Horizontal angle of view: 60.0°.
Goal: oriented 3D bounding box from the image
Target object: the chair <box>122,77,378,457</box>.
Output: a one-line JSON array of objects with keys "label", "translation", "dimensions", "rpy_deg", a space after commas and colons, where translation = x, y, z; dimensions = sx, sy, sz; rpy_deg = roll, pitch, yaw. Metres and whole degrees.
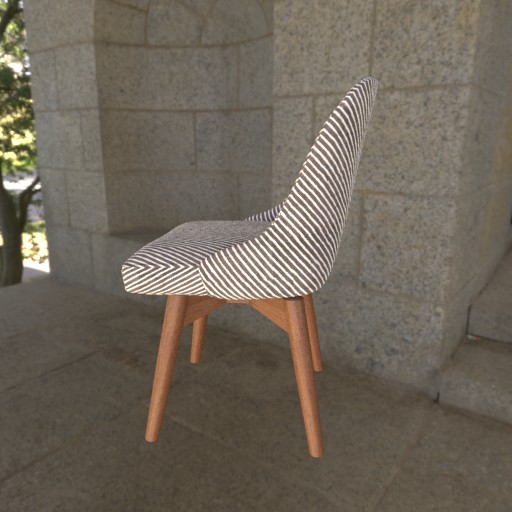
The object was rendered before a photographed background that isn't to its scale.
[{"label": "chair", "translation": [0.000, 0.000, 1.214], "dimensions": [0.591, 0.883, 0.504], "rpy_deg": [2, 14, 8]}]
